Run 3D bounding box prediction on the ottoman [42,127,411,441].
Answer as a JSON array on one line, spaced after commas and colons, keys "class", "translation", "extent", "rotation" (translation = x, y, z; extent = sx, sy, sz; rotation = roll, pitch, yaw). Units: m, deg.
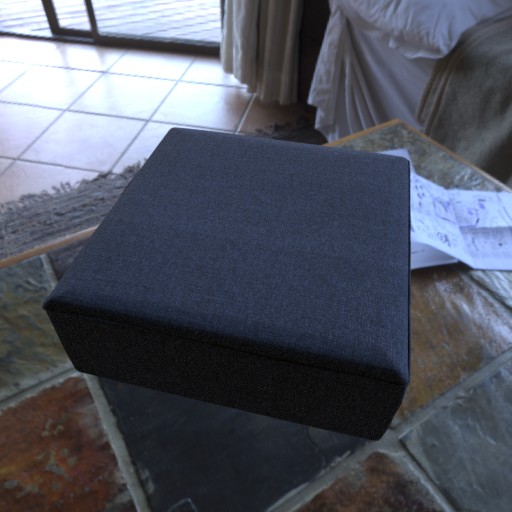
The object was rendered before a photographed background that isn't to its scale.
[{"class": "ottoman", "translation": [0.000, 0.000, 1.601], "extent": [1.023, 0.423, 1.017], "rotation": [10, 47, 10]}]
